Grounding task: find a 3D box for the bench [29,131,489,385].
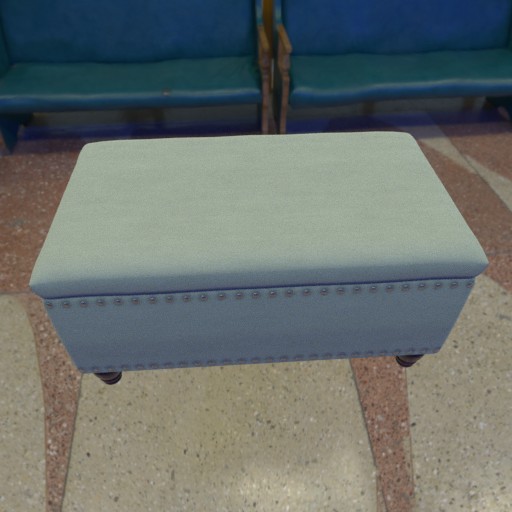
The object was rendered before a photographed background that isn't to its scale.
[{"bbox_3d":[0.000,0.000,1.154,0.887,0.449,0.500,-3,45,-3],"label":"bench"}]
